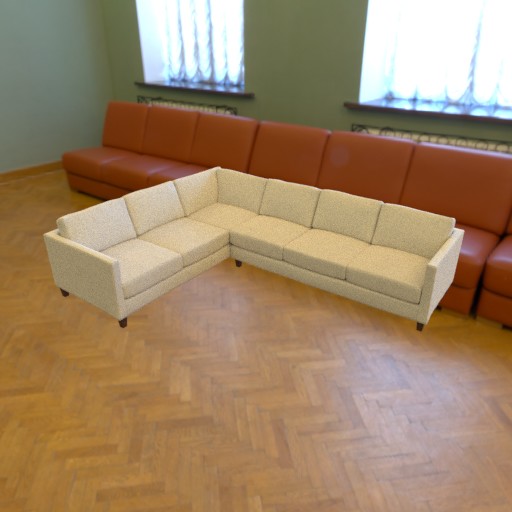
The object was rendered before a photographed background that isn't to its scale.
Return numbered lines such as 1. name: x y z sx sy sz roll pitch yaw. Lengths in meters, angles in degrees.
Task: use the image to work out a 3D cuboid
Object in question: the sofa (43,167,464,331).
1. sofa: 0.000 0.000 4.283 3.182 0.863 2.432 18 32 32
